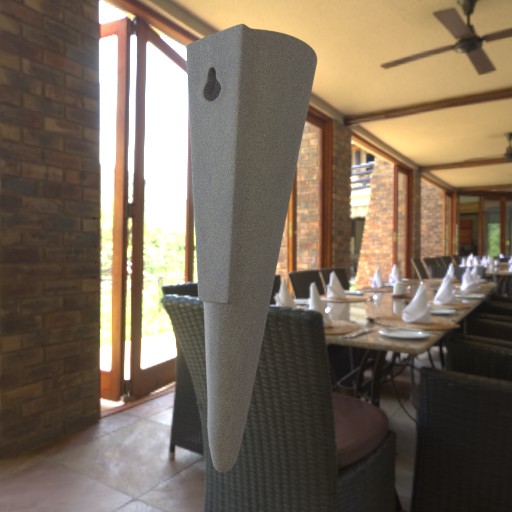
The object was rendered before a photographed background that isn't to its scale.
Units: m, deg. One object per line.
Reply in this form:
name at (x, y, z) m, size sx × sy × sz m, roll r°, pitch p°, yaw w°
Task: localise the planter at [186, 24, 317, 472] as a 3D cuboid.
planter at (0.000, 0.000, 0.293) m, size 0.078 × 0.259 × 0.087 m, roll 0°, pitch 1°, yaw 37°
